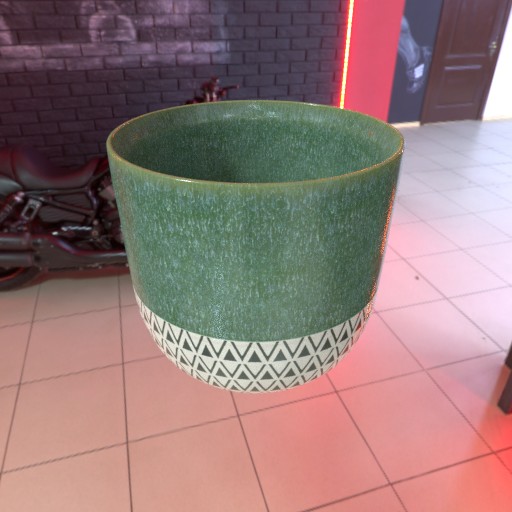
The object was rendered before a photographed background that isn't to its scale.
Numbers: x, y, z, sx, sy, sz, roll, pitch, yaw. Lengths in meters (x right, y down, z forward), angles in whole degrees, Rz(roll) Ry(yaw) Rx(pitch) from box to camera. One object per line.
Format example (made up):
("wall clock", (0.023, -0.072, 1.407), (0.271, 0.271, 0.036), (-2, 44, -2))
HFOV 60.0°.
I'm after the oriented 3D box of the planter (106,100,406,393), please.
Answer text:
("planter", (0.000, 0.000, 0.478), (0.266, 0.270, 0.266), (0, 31, 0))
